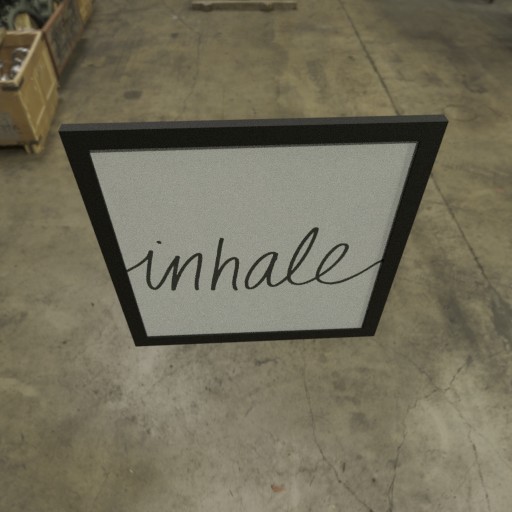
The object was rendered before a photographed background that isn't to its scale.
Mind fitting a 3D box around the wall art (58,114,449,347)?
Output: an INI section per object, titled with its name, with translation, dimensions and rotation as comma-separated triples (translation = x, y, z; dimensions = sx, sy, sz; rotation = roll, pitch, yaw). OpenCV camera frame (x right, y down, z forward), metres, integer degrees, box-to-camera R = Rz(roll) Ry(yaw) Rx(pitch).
[wall art]
translation = 0.000, 0.000, 0.536
dimensions = 0.356, 0.356, 0.013
rotation = -2, 46, -2
